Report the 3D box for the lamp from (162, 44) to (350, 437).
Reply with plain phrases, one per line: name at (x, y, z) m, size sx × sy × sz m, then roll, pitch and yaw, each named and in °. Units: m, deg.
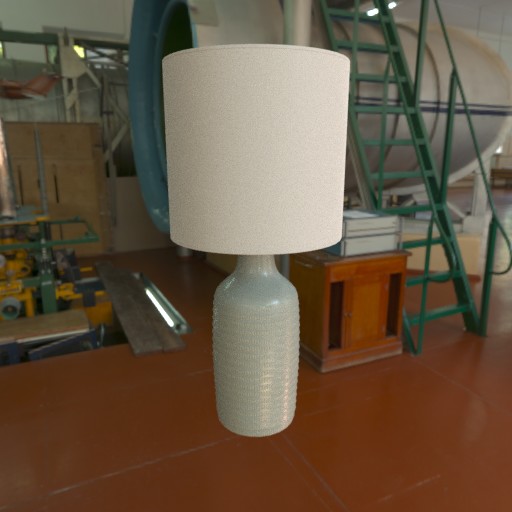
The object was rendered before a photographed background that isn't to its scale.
lamp at (0.000, 0.000, 0.589) m, size 0.220 × 0.475 × 0.220 m, roll 2°, pitch 14°, yaw 8°
